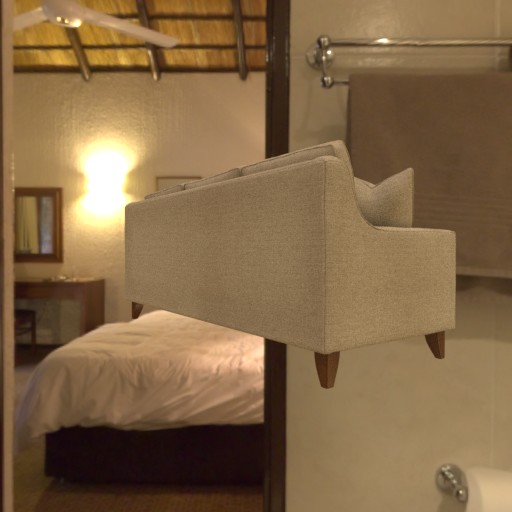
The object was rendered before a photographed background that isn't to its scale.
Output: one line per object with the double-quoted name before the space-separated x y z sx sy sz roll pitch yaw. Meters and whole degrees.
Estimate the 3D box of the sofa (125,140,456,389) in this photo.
"sofa" 0.000 0.000 2.575 0.865 0.914 2.031 -1 1 -36
